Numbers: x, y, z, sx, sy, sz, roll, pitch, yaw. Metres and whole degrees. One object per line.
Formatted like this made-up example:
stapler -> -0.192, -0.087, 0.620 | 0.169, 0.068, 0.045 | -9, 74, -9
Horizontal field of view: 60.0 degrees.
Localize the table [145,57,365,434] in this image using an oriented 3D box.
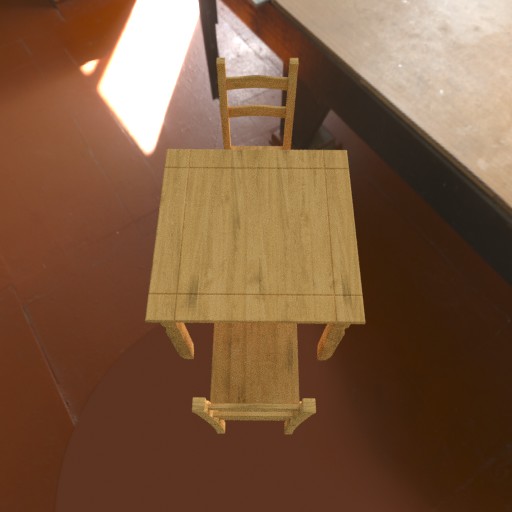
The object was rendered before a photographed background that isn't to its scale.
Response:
table -> 0.000, 0.000, 2.052 | 0.813, 0.942, 1.501 | 0, 63, 0
